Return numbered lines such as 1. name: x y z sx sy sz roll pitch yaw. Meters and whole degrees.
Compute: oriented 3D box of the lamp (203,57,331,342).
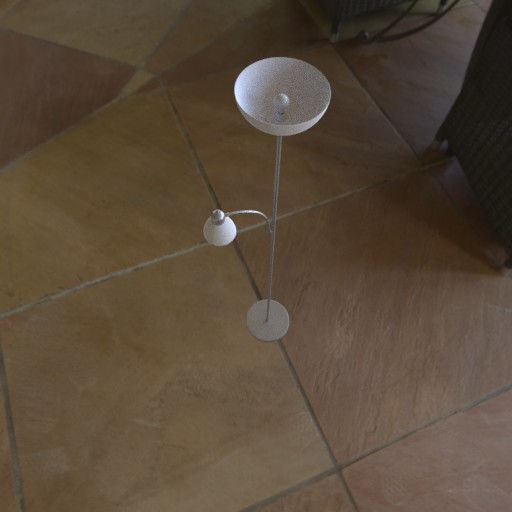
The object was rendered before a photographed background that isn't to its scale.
1. lamp: 0.000 0.000 1.997 0.425 1.804 0.279 -17 63 -9
